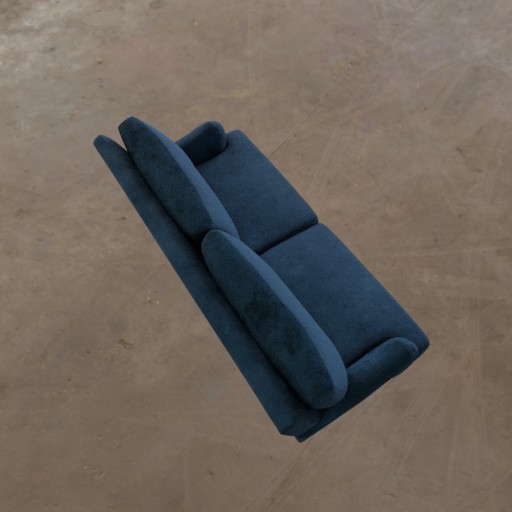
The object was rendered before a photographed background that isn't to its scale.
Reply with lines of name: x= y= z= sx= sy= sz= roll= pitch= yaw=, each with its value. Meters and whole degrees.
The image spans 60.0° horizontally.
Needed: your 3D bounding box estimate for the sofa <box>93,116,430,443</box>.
sofa: x=0.000 y=0.000 z=2.826 sx=1.084 sy=1.101 sz=2.141 roll=-29 pitch=63 yaw=-17
